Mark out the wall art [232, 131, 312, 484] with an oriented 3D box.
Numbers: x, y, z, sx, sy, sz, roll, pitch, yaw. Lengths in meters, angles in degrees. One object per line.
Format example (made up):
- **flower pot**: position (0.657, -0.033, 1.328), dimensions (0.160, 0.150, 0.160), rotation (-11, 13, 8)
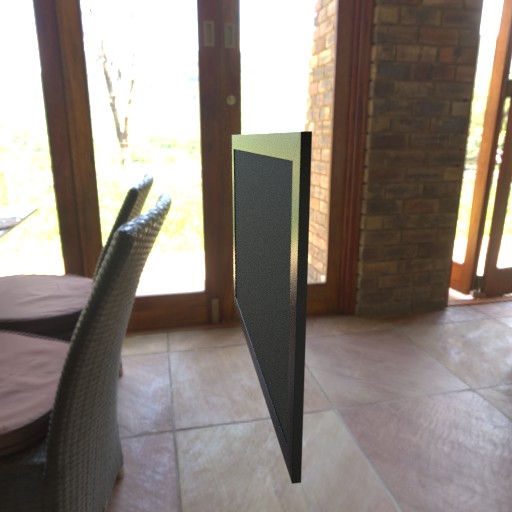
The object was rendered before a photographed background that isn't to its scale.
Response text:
- **wall art**: position (0.000, 0.000, 0.842), dimensions (0.013, 0.447, 0.660), rotation (-2, 15, -9)
